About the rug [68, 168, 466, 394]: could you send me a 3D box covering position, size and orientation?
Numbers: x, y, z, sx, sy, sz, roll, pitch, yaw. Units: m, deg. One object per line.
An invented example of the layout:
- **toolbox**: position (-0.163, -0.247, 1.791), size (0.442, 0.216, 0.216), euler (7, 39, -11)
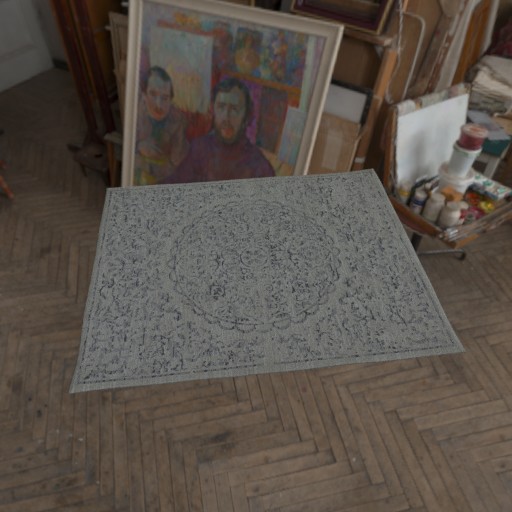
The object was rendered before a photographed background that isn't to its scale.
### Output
- **rug**: position (0.000, 0.000, 4.018), size (2.925, 0.026, 2.343), euler (-5, 47, -4)
